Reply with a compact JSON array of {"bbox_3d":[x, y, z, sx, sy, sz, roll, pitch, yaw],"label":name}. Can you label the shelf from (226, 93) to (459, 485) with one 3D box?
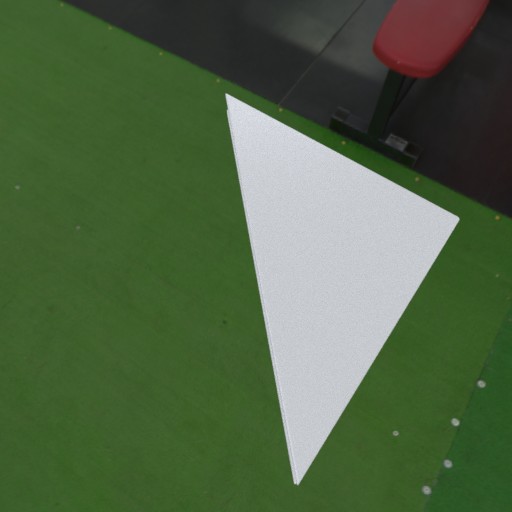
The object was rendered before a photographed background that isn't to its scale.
[{"bbox_3d":[0.000,0.000,0.447,0.296,0.035,0.296,33,68,15],"label":"shelf"}]
